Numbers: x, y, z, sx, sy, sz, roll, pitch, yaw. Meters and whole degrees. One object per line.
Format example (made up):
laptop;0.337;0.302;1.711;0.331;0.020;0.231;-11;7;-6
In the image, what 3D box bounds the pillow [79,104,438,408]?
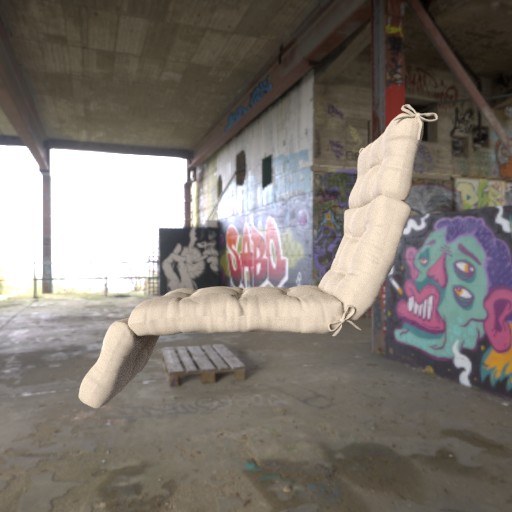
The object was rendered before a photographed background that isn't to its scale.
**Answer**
pillow;0.000;0.000;1.478;1.016;0.863;0.526;0;0;0
